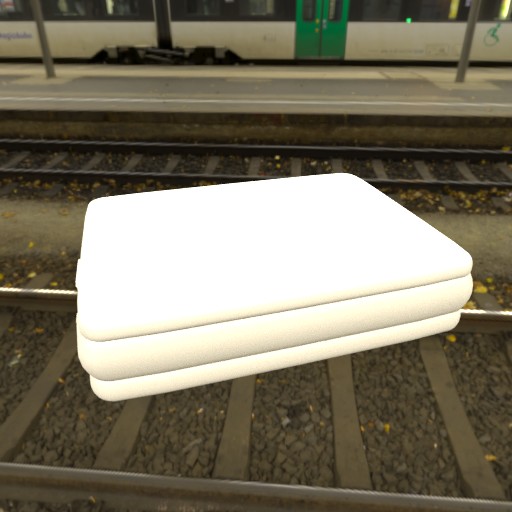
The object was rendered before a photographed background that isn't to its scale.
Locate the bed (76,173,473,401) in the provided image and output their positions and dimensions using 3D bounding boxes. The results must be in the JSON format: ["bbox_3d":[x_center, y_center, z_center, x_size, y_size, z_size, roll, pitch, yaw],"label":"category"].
[{"bbox_3d":[0.000,0.000,2.679,2.036,0.460,1.520,-8,30,-14],"label":"bed"}]
